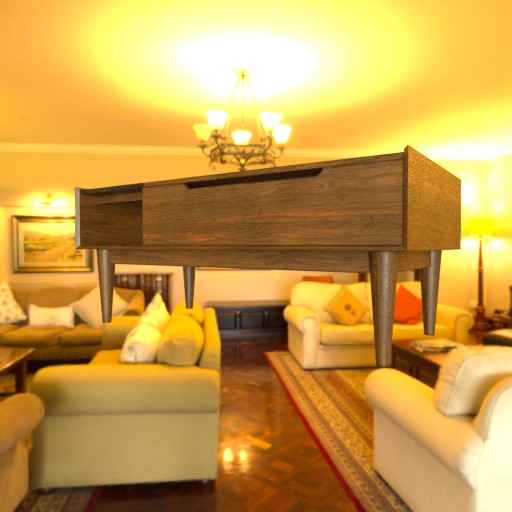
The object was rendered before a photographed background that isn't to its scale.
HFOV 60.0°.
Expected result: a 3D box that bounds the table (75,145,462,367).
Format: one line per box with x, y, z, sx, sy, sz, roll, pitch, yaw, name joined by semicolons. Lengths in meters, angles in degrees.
0.000;0.000;1.559;1.221;0.508;0.610;1;2;35;table
